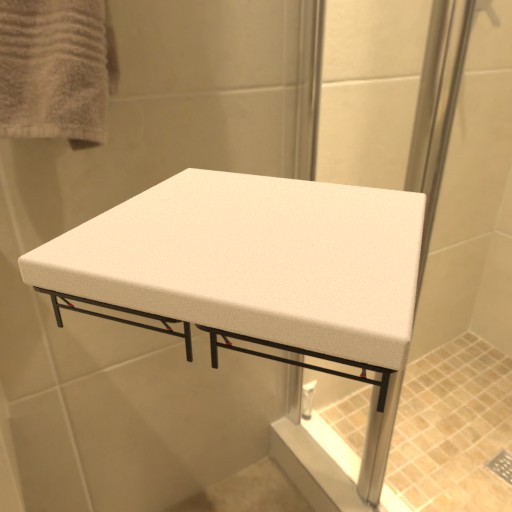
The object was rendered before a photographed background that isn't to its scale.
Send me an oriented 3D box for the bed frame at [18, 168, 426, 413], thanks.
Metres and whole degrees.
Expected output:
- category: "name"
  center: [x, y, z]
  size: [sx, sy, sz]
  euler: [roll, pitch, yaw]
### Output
- category: "bed frame"
  center: [0.000, 0.000, 2.980]
  size: [2.033, 0.525, 1.935]
  euler: [10, 28, 18]
